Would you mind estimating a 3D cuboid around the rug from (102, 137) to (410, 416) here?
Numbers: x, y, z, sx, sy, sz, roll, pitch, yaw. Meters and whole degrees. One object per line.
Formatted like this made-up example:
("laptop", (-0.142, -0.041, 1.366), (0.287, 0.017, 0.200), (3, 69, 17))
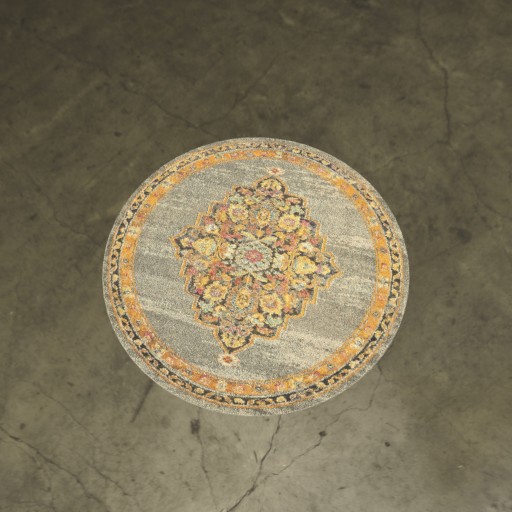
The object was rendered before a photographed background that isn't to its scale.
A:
("rug", (0.000, 0.000, 2.333), (1.598, 0.010, 1.598), (0, 64, 0))
